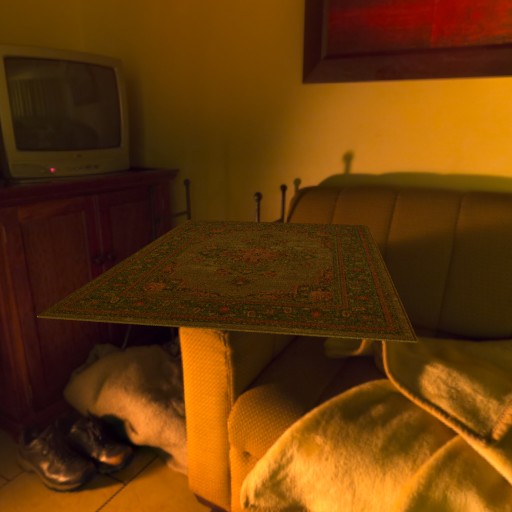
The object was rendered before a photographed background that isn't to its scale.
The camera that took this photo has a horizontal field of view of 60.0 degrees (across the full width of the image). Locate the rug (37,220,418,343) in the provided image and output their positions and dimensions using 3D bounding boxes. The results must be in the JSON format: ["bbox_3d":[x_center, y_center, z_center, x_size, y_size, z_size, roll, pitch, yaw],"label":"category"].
[{"bbox_3d":[0.000,0.000,2.877,1.609,0.013,2.214,2,16,8],"label":"rug"}]
